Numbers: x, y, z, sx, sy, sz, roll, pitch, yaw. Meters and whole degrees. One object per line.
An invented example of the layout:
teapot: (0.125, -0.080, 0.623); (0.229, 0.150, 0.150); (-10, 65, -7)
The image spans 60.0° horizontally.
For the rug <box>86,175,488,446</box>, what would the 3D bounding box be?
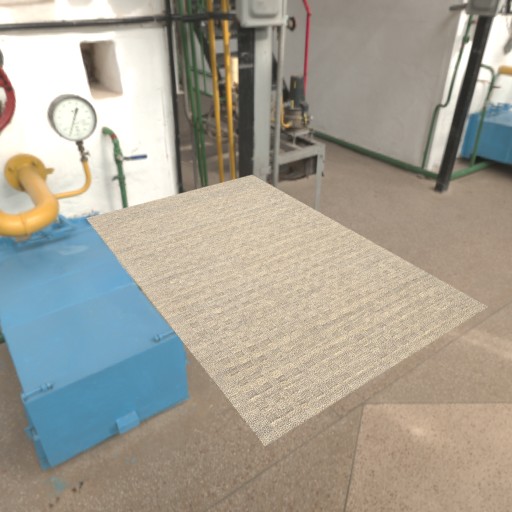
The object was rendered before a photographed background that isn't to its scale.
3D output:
rug: (0.000, 0.000, 2.186); (1.142, 0.006, 1.752); (-20, 38, -29)
